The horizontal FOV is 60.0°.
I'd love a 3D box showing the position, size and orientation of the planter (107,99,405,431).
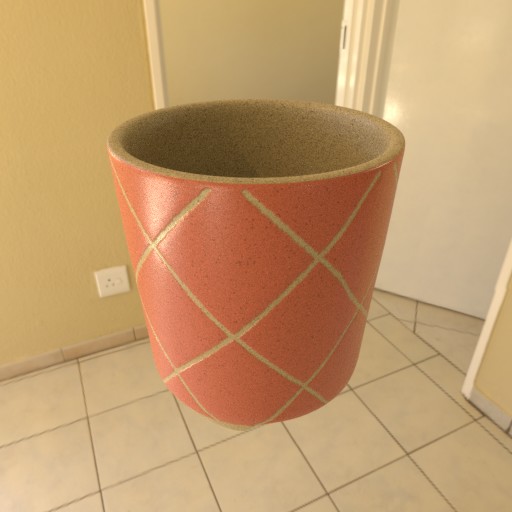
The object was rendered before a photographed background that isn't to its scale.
[{"bbox_3d":[0.000,0.000,0.410,0.227,0.235,0.227,0,31,0],"label":"planter"}]
